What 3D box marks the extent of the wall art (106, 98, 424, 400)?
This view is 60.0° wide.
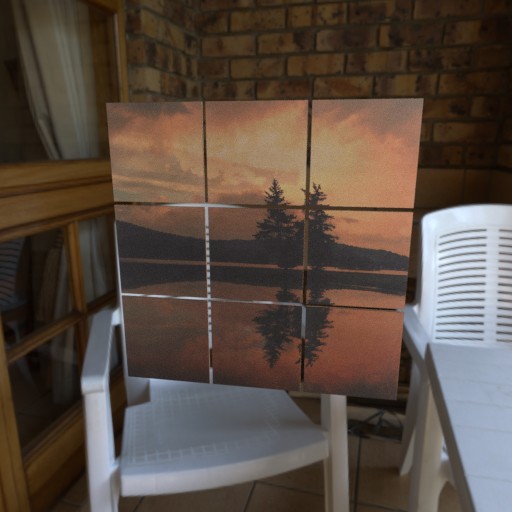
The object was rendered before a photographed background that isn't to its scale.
[{"bbox_3d":[0.000,0.000,2.299,1.520,1.525,0.013,2,15,9],"label":"wall art"}]
